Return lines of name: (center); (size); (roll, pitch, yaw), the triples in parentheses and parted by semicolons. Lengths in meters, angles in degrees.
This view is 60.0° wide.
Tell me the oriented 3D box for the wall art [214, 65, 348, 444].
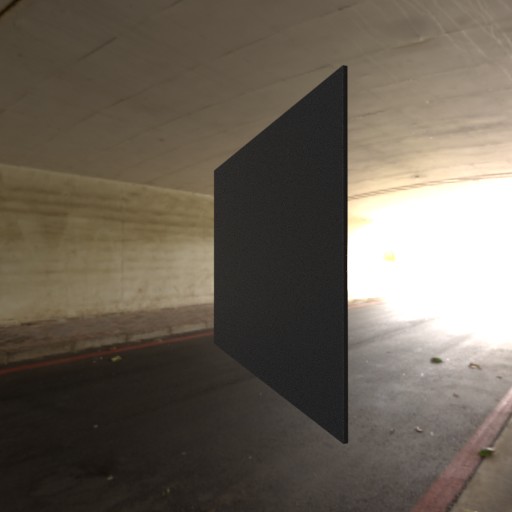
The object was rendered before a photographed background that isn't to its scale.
wall art: (0.000, 0.000, 1.512); (0.013, 0.811, 1.192); (0, 0, -19)
